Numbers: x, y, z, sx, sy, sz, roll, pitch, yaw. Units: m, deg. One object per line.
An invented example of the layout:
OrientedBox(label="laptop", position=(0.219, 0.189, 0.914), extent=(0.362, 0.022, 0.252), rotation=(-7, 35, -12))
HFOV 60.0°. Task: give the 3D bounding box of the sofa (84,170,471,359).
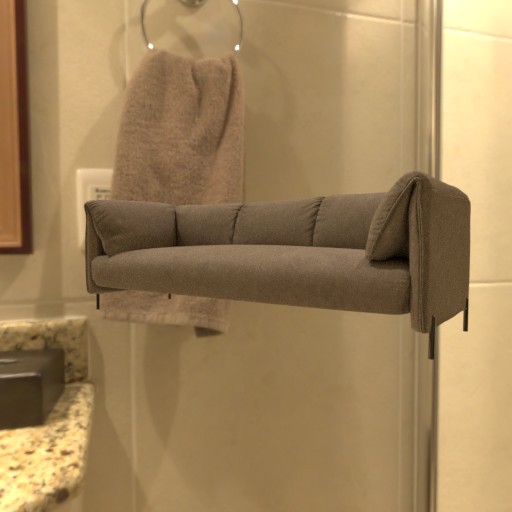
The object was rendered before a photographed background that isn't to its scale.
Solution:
OrientedBox(label="sofa", position=(0.000, 0.000, 2.655), extent=(2.238, 0.758, 0.899), rotation=(1, 2, 36))
